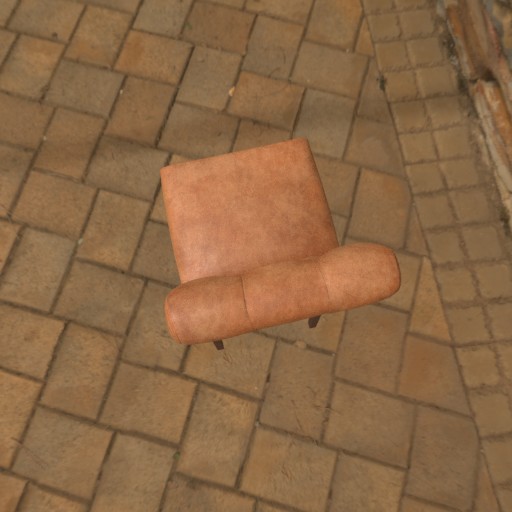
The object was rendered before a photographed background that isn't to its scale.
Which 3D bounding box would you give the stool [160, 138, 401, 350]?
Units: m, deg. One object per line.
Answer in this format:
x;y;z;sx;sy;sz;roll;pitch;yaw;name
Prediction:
0.000;0.000;1.447;0.493;1.140;0.601;-13;74;-4;stool
